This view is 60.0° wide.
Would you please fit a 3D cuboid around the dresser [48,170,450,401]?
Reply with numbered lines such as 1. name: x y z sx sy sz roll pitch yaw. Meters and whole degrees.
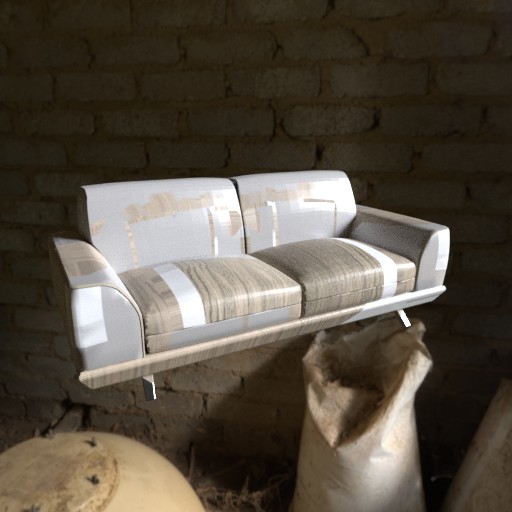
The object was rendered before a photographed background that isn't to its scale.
1. dresser: 0.000 0.000 5.655 4.679 1.863 2.251 -9 19 -27
